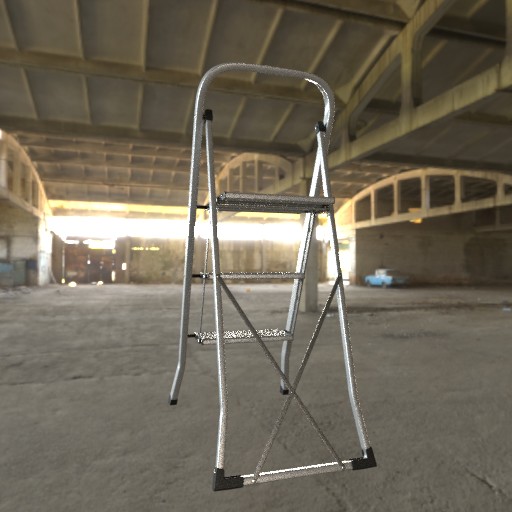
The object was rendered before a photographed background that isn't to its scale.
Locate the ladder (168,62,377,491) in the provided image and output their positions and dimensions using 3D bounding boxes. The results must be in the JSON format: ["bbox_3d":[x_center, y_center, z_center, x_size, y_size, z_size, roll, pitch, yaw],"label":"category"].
[{"bbox_3d":[0.000,0.000,1.386,0.465,1.070,0.704,0,-1,-17],"label":"ladder"}]
